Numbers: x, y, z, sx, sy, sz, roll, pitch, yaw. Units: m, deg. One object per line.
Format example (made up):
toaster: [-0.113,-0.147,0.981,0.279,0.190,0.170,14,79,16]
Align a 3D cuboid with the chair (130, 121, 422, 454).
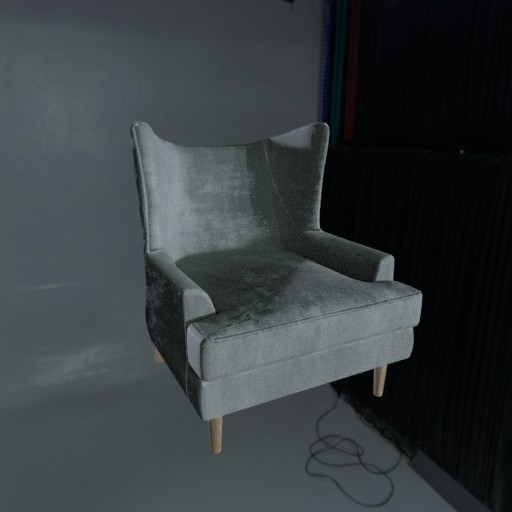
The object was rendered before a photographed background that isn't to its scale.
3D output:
chair: [0.000,0.000,1.634,0.784,0.950,0.906,-8,18,-26]
